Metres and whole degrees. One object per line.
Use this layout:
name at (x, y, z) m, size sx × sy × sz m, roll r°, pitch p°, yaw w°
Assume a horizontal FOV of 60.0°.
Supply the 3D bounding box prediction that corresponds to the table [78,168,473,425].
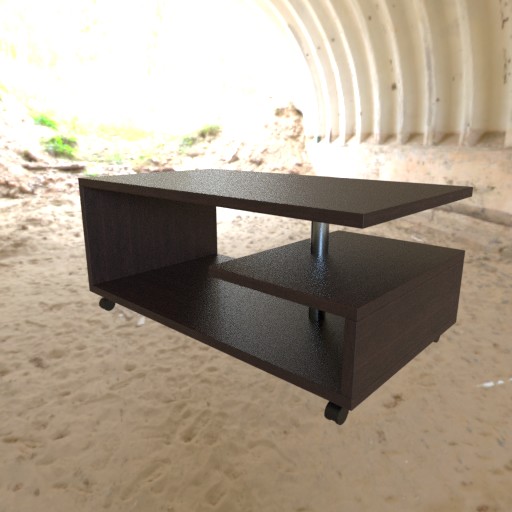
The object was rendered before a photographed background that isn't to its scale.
table at (0.000, 0.000, 1.387) m, size 1.050 × 0.460 × 0.590 m, roll 13°, pitch 20°, yaw 41°
